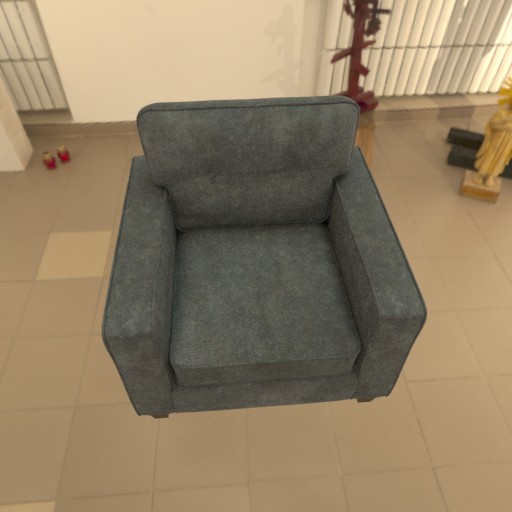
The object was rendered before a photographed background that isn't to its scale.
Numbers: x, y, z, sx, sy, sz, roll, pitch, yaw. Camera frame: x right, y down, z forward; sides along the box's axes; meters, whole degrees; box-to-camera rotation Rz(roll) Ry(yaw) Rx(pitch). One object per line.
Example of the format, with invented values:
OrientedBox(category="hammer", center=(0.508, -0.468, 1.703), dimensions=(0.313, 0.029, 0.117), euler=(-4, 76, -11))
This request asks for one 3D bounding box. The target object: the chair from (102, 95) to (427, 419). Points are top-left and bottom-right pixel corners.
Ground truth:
OrientedBox(category="chair", center=(0.000, 0.000, 1.744), dimensions=(1.015, 0.965, 0.939), euler=(-3, 48, -3))
